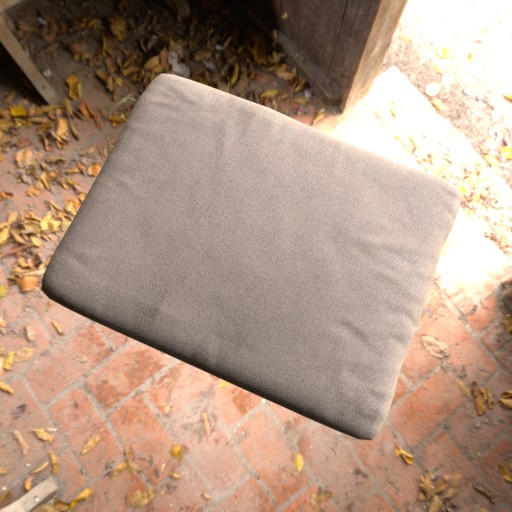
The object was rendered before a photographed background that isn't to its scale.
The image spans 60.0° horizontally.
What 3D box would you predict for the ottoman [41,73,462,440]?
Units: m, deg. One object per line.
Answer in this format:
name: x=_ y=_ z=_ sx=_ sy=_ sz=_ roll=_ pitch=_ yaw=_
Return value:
ottoman: x=0.000 y=0.000 z=1.301 sx=0.902 sy=0.511 sz=0.692 roll=23 pitch=78 yaw=5
